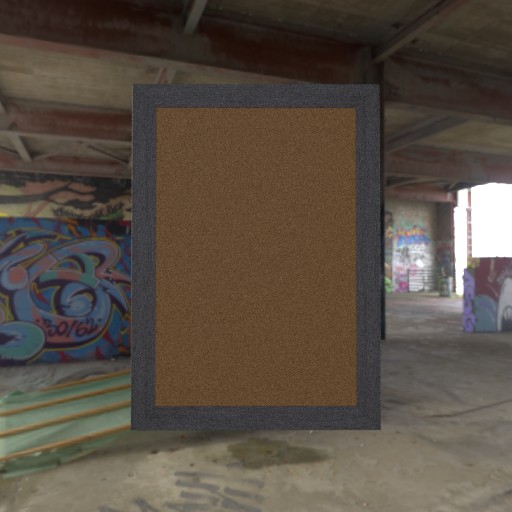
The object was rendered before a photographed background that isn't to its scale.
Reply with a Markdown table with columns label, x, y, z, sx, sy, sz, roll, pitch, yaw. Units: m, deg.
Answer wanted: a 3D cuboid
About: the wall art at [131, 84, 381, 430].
| label | x | y | z | sx | sy | sz | roll | pitch | yaw |
| --- | --- | --- | --- | --- | --- | --- | --- | --- | --- |
| wall art | 0.000 | 0.000 | 1.380 | 0.768 | 1.070 | 0.020 | 0 | -1 | 0 |
